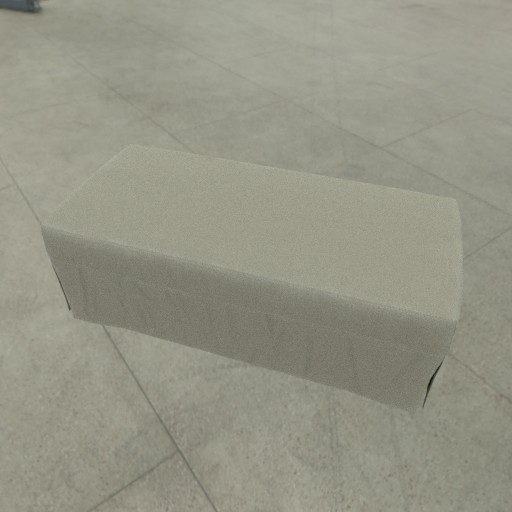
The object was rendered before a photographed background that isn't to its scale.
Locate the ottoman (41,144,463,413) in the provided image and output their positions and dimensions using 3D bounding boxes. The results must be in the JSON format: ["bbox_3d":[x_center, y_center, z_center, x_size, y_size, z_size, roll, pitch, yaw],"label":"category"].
[{"bbox_3d":[0.000,0.000,1.678,1.388,0.457,0.665,12,43,13],"label":"ottoman"}]
